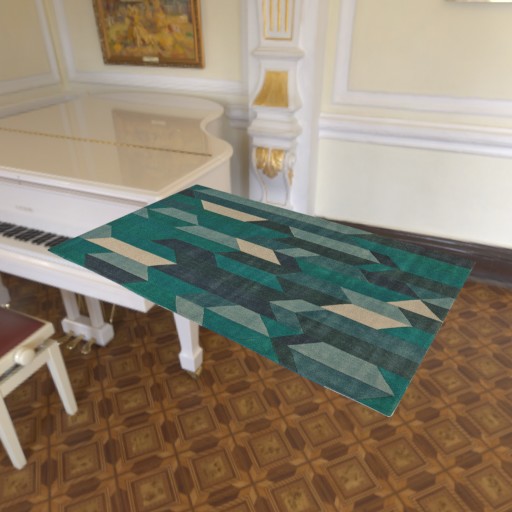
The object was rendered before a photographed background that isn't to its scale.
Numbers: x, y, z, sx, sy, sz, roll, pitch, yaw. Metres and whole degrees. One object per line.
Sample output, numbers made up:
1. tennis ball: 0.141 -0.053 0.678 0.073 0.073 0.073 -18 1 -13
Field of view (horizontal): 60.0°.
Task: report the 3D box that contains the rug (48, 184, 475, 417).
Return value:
1. rug: 0.000 0.000 2.948 2.420 0.005 1.528 20 35 30
